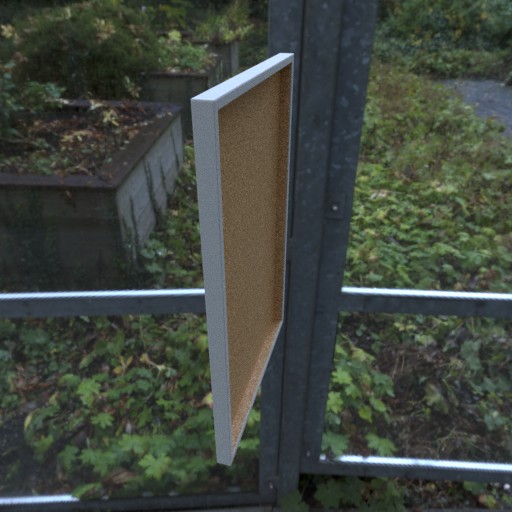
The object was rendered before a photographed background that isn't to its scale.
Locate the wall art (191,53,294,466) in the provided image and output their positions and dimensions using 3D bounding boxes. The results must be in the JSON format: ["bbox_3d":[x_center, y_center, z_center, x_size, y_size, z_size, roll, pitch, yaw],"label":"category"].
[{"bbox_3d":[0.000,0.000,1.171,0.038,0.914,0.610,8,32,14],"label":"wall art"}]
